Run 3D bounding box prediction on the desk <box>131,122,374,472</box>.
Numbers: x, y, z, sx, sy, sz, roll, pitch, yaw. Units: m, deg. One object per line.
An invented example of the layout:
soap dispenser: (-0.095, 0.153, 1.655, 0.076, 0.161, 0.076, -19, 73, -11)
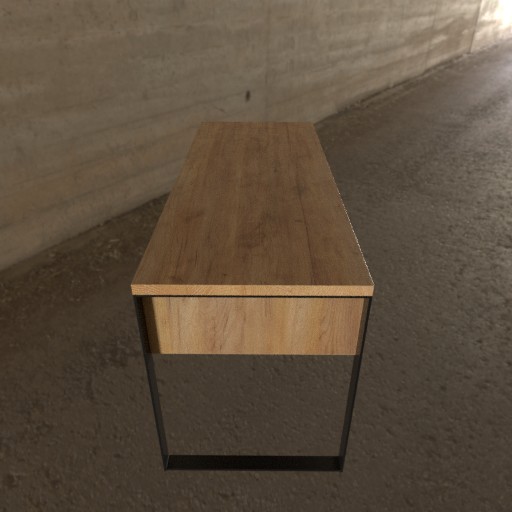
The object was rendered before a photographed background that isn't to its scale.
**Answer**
desk: (0.000, 0.000, 1.929, 0.600, 0.760, 1.520, 0, 31, 0)
